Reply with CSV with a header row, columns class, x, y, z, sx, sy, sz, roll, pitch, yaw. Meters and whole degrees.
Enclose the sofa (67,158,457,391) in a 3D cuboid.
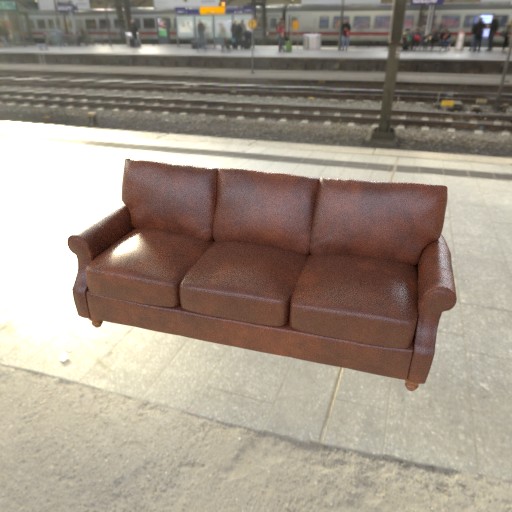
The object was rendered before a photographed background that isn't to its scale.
class,x,y,z,sx,sy,sz,roll,pitch,yaw
sofa,0.000,0.000,2.871,2.351,0.977,0.973,8,28,15
